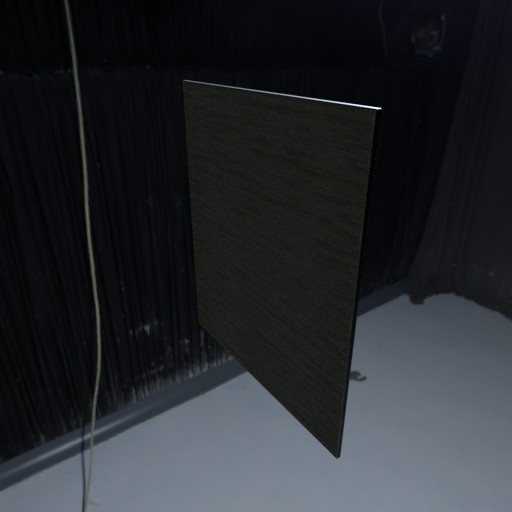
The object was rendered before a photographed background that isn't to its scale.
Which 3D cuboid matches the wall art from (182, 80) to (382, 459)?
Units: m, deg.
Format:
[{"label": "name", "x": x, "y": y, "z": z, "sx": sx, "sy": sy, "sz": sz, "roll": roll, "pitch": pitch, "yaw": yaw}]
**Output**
[{"label": "wall art", "x": 0.000, "y": 0.000, "z": 0.796, "sx": 0.009, "sy": 0.559, "sz": 0.483, "roll": -17, "pitch": 31, "yaw": -31}]
